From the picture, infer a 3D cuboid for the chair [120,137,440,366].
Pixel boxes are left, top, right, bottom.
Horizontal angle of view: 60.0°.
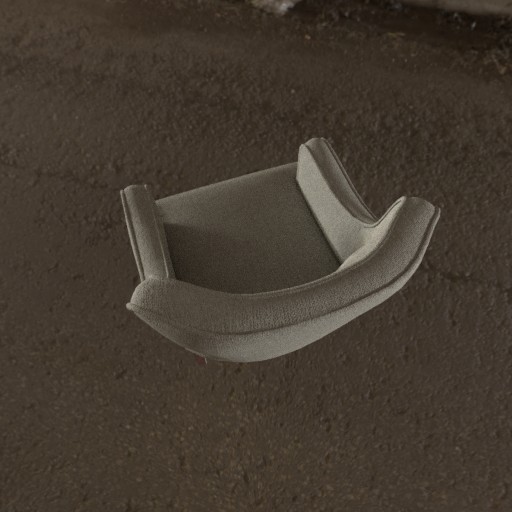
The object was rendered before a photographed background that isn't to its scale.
[{"bbox_3d":[0.000,0.000,1.564,0.820,0.920,0.910,-17,60,-10],"label":"chair"}]
